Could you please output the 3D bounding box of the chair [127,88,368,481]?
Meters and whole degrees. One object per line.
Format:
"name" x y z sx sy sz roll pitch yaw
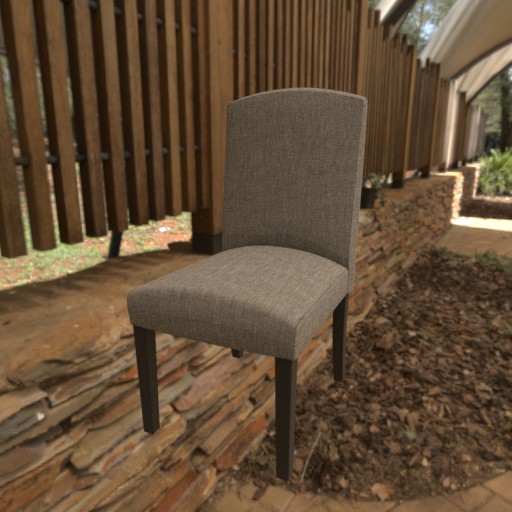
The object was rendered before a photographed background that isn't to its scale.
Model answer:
"chair" 0.000 0.000 1.217 0.451 0.917 0.580 7 16 25
